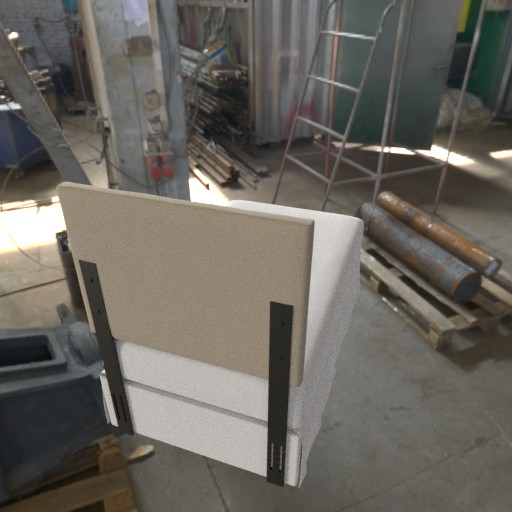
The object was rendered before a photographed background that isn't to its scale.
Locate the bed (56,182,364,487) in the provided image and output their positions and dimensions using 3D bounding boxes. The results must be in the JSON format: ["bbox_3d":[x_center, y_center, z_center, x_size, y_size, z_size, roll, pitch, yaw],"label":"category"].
[{"bbox_3d":[0.000,0.000,2.924,1.261,1.571,1.997,10,32,17],"label":"bed"}]
